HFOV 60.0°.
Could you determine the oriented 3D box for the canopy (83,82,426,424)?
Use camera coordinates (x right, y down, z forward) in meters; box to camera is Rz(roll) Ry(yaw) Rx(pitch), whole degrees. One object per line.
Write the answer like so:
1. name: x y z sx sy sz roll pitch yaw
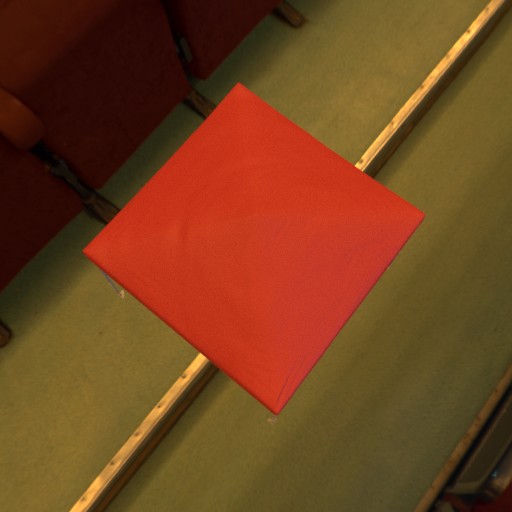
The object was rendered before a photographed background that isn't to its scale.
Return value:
1. canopy: 0.000 0.000 6.467 3.599 3.600 3.600 38 79 9
